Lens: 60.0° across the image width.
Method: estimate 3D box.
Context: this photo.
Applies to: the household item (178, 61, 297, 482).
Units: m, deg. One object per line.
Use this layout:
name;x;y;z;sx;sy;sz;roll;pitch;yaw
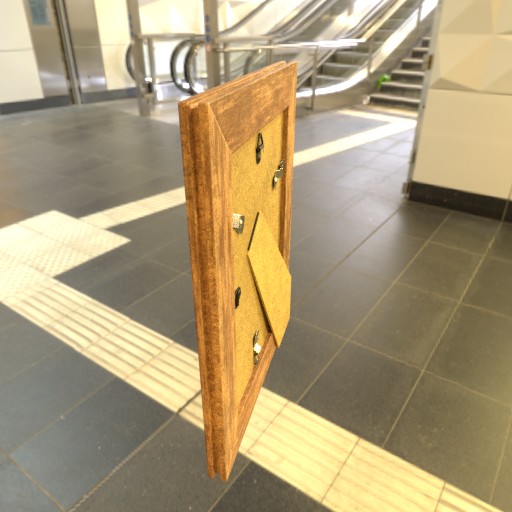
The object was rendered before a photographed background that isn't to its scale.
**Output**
household item;0.000;0.000;0.312;0.018;0.237;0.186;8;30;14
